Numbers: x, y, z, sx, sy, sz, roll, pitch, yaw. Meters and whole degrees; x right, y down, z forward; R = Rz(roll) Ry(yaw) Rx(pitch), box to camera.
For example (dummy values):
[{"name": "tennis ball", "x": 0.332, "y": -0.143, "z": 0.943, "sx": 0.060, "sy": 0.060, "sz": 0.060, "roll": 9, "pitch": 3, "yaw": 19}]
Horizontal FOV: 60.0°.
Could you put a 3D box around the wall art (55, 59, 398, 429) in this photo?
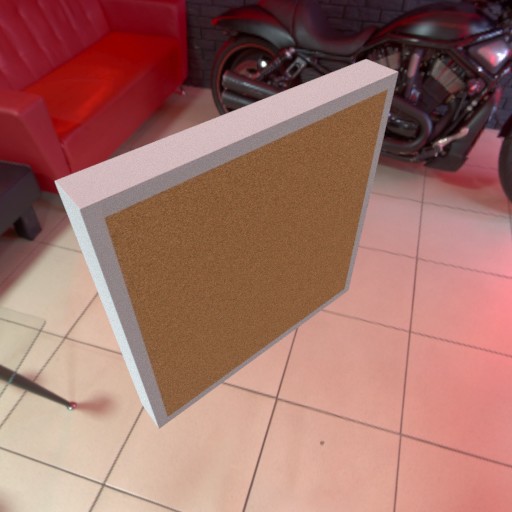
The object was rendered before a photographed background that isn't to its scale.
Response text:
[{"name": "wall art", "x": 0.000, "y": 0.000, "z": 0.450, "sx": 0.305, "sy": 0.305, "sz": 0.038, "roll": -31, "pitch": 53, "yaw": -27}]
